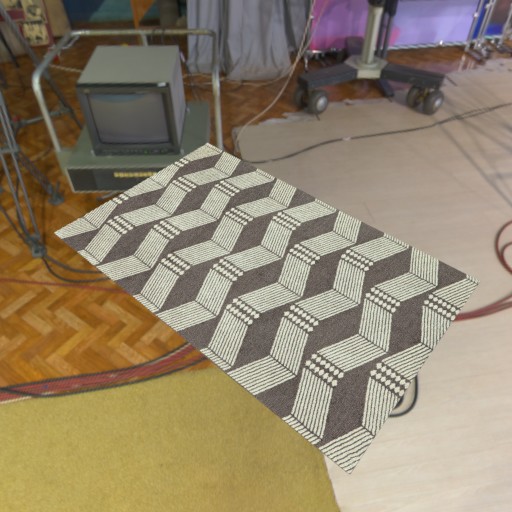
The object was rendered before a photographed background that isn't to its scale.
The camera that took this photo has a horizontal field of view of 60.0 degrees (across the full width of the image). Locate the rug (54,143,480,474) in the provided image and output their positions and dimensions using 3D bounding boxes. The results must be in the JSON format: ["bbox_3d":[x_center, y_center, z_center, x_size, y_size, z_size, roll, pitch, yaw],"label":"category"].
[{"bbox_3d":[0.000,0.000,2.953,2.435,0.011,1.517,32,54,27],"label":"rug"}]
